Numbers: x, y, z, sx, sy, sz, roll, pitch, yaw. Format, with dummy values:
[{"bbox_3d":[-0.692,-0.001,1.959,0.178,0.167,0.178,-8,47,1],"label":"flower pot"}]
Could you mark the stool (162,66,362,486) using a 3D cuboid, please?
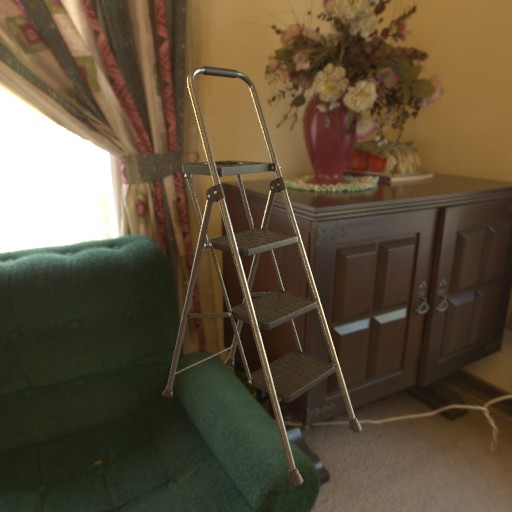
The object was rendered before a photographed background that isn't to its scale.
[{"bbox_3d":[0.000,0.000,1.585,0.733,1.277,0.396,15,22,42],"label":"stool"}]
